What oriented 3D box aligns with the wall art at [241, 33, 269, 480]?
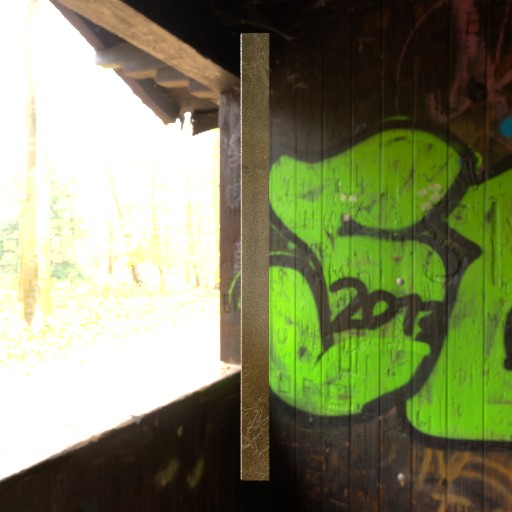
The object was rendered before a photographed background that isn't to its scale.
[{"bbox_3d":[0.000,0.000,0.909,0.038,0.610,0.610,0,0,0],"label":"wall art"}]
